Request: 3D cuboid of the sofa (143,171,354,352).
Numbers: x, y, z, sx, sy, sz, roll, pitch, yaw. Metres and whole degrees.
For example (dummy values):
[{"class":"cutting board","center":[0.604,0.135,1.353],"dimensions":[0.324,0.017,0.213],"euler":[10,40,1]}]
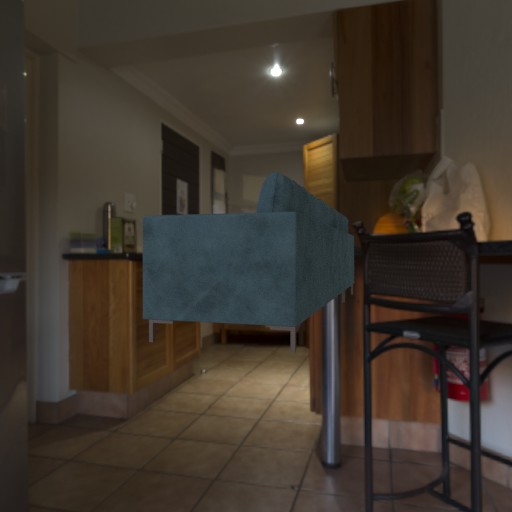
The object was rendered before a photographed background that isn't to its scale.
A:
[{"class":"sofa","center":[0.000,0.000,4.114],"dimensions":[1.500,0.967,3.400],"euler":[0,0,17]}]
